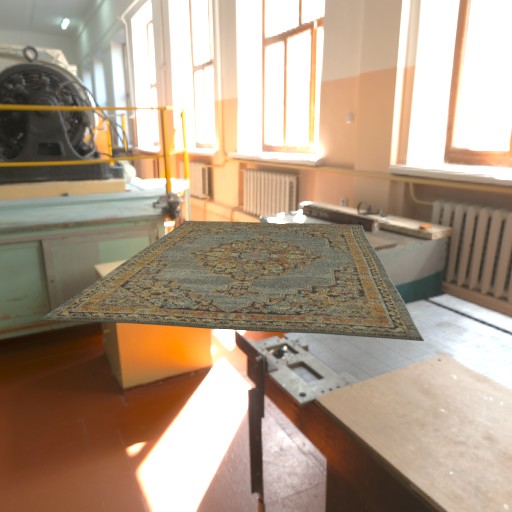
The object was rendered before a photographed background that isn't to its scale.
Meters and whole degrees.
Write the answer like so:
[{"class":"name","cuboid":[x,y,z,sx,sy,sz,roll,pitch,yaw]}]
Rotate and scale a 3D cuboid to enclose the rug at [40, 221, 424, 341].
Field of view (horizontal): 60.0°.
[{"class":"rug","cuboid":[0.000,0.000,3.905,2.158,0.024,3.063,2,15,7]}]
